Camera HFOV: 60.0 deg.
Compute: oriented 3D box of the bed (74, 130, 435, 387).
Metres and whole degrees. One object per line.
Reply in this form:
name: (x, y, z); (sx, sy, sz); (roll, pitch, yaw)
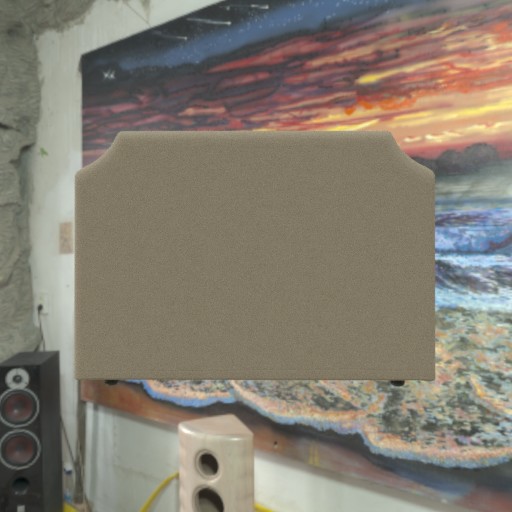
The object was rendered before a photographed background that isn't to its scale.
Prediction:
bed: (0.000, 0.000, 3.302); (1.828, 1.301, 2.204); (0, 1, 0)
